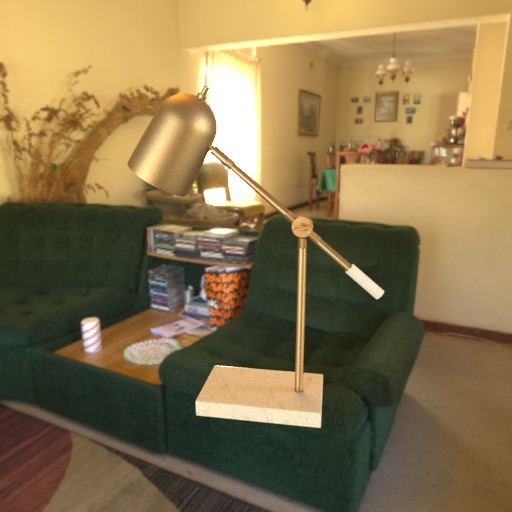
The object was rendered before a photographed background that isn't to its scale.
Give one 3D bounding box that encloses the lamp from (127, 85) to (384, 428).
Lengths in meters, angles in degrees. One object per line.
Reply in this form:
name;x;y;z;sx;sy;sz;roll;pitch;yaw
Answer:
lamp;0.000;0.000;0.828;0.471;0.603;0.144;2;14;9
